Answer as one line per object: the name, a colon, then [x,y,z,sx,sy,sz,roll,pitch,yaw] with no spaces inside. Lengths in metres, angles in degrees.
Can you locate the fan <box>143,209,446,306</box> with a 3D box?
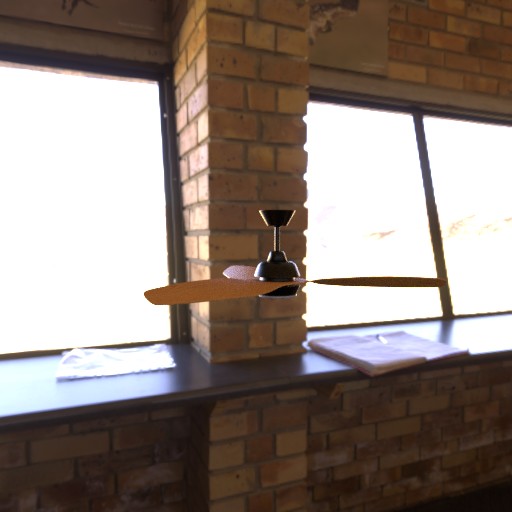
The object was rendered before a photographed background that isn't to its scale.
fan: [0.000,0.000,1.673,1.142,0.355,1.010,2,3,37]
